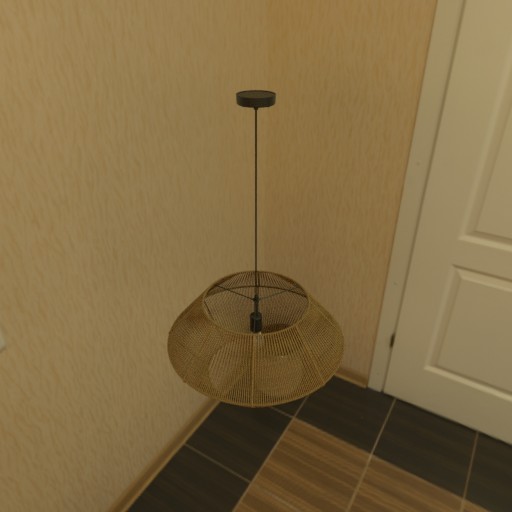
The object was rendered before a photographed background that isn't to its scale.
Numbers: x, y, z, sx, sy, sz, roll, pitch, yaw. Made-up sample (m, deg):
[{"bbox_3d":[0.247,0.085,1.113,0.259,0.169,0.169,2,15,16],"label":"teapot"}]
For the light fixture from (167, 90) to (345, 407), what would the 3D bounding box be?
[{"bbox_3d":[0.000,0.000,1.442,0.643,1.009,0.643,0,31,0],"label":"light fixture"}]
